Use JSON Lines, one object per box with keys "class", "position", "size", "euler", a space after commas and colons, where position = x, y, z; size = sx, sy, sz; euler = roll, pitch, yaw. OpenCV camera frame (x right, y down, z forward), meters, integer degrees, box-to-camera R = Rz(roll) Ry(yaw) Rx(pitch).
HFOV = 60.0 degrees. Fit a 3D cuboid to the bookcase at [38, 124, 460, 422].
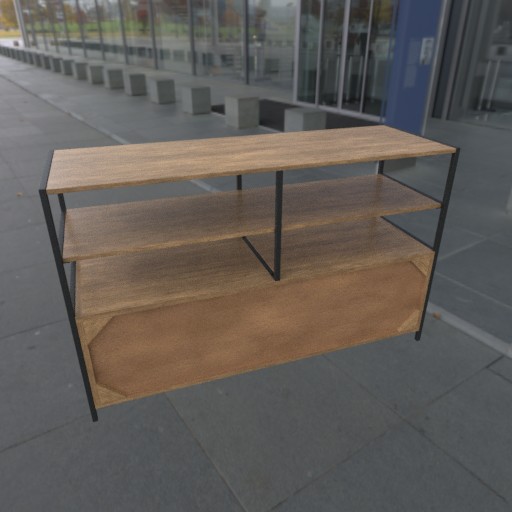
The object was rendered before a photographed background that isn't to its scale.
{"class": "bookcase", "position": [0.000, 0.000, 1.466], "size": [1.149, 0.712, 0.391], "euler": [-9, 29, -17]}
